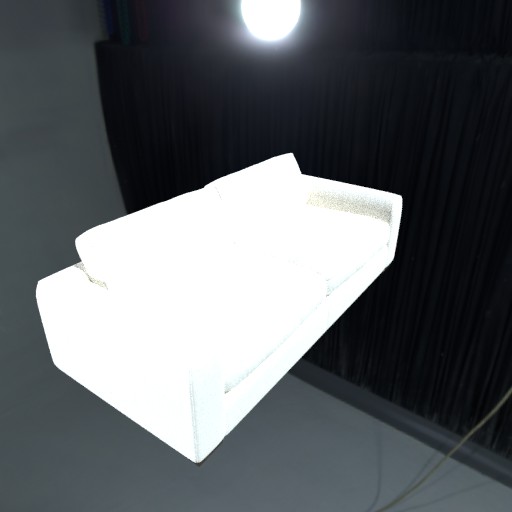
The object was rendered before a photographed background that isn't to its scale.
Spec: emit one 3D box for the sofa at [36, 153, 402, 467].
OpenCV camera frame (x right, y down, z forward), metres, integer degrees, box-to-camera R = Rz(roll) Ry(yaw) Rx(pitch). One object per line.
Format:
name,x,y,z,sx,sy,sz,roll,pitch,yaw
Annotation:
sofa,0.000,0.000,2.744,1.070,0.801,2.262,19,33,31
